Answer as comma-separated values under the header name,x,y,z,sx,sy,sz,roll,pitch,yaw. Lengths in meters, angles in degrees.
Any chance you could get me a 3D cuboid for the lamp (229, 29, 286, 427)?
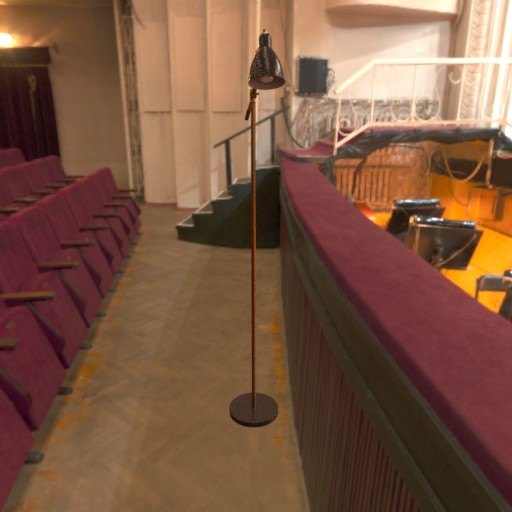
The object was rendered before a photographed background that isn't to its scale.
name,x,y,z,sx,sy,sz,roll,pitch,yaw
lamp,0.000,0.000,1.831,0.235,1.628,0.618,-2,17,-7
